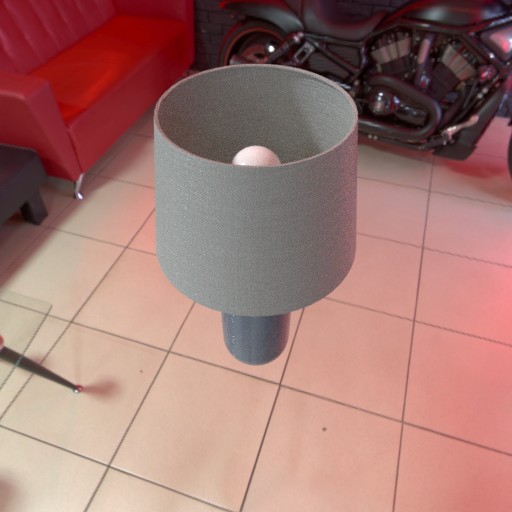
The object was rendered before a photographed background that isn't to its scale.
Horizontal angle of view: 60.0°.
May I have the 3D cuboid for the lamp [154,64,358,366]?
[{"bbox_3d":[0.000,0.000,0.593,0.253,0.428,0.253,0,47,0],"label":"lamp"}]
